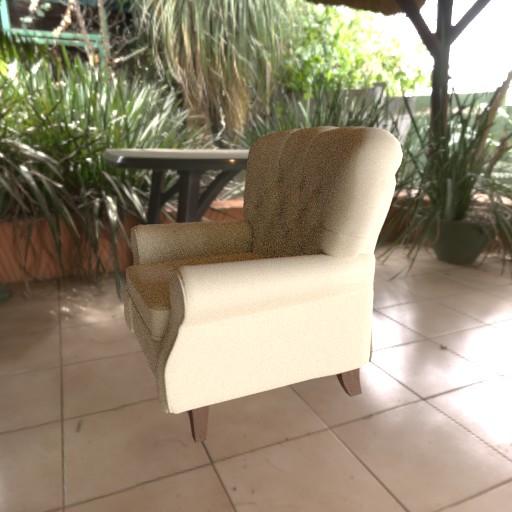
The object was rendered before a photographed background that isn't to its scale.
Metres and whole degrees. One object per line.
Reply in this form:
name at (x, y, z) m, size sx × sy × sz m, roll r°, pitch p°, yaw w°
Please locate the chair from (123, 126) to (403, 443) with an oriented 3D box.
chair at (0.000, 0.000, 2.063) m, size 1.132 × 1.169 × 1.035 m, roll -7°, pitch 17°, yaw -24°
